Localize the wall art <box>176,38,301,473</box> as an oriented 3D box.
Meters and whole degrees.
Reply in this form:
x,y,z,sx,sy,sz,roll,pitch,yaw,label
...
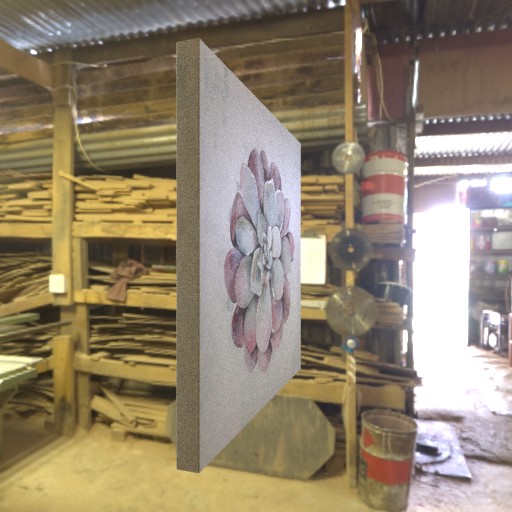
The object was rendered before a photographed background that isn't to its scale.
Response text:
x,y,z,sx,sy,sz,roll,pitch,yaw,label
0.000,0.000,0.908,0.044,0.605,0.605,0,0,19,wall art
